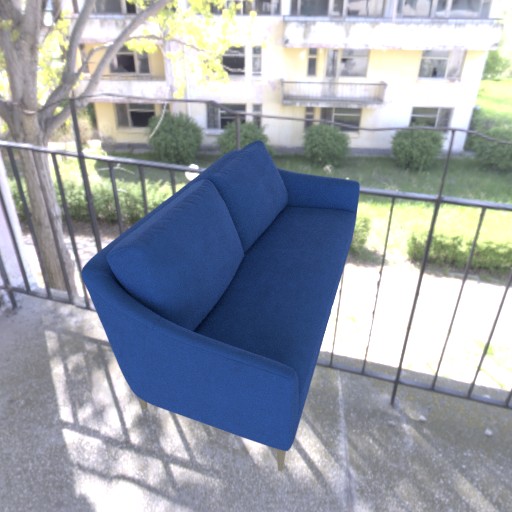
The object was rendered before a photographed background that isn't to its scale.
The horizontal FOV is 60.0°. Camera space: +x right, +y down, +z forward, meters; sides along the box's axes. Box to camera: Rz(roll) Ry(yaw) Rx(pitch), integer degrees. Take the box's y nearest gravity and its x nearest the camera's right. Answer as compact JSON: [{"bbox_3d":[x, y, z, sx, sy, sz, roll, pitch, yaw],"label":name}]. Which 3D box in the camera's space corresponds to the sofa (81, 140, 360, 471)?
[{"bbox_3d":[0.000,0.000,2.562,0.960,0.903,2.036,9,31,15],"label":"sofa"}]
